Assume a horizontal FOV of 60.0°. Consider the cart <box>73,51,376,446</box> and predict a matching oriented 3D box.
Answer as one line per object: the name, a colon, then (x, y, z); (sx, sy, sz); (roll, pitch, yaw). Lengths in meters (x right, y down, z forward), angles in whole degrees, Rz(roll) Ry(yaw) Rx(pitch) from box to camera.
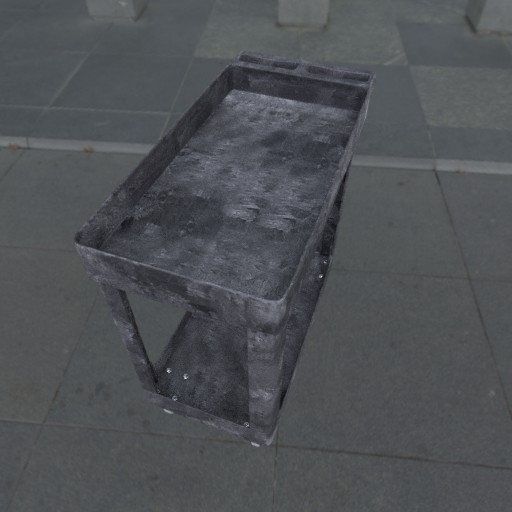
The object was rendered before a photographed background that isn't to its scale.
cart: (0.000, 0.000, 1.342); (0.420, 0.824, 0.877); (15, 50, 13)
